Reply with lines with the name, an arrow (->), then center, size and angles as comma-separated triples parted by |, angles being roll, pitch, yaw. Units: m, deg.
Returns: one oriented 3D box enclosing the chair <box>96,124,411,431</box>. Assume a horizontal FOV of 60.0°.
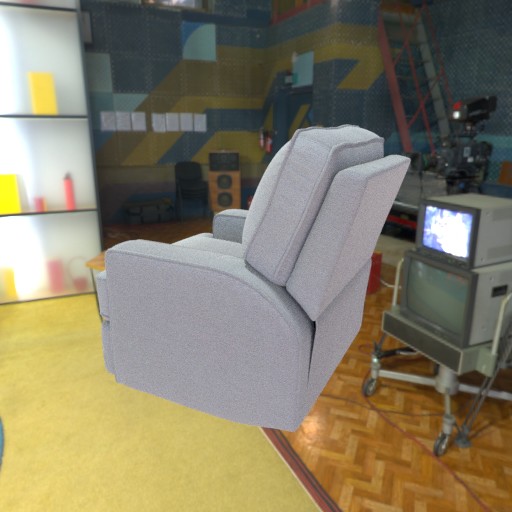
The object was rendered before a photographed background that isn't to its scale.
chair -> 0.000, 0.000, 1.695 | 0.969, 0.964, 0.861 | 8, 18, 25
